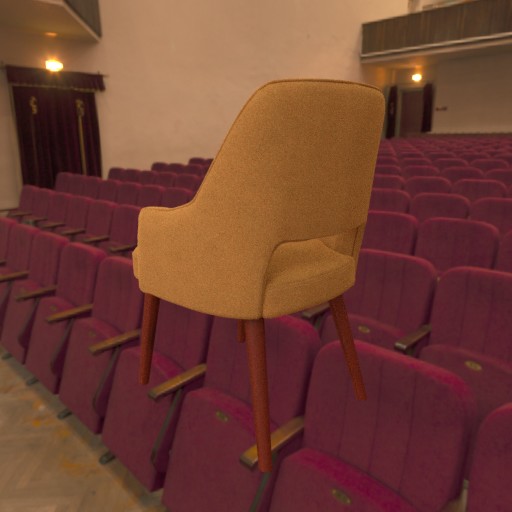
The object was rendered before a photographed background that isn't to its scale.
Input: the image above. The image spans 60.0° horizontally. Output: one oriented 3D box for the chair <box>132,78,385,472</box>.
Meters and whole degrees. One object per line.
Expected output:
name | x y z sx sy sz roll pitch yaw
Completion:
chair | 0.000 0.000 1.217 0.548 0.849 0.605 -14 21 -43
